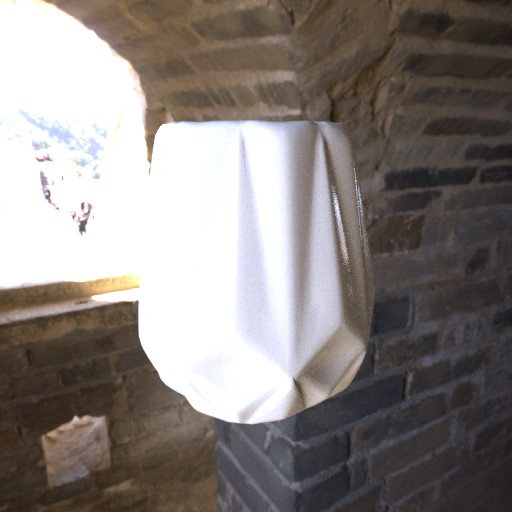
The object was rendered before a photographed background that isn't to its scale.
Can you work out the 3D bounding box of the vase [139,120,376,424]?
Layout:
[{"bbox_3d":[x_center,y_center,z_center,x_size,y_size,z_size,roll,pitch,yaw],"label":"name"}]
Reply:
[{"bbox_3d":[0.000,0.000,0.264,0.141,0.152,0.141,0,15,0],"label":"vase"}]
